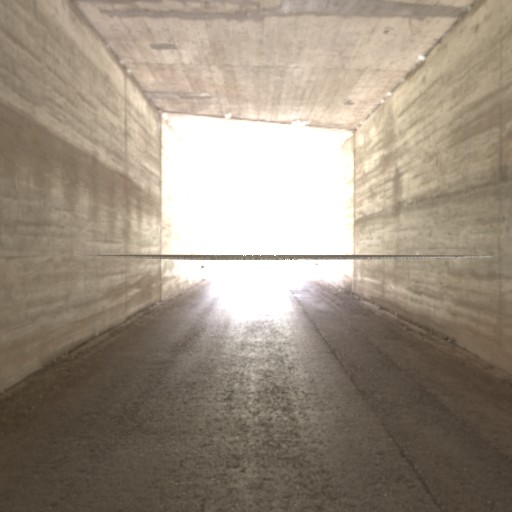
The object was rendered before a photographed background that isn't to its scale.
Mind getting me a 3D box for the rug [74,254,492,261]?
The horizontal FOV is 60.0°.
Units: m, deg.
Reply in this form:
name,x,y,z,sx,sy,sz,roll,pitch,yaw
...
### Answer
name,x,y,z,sx,sy,sz,roll,pitch,yaw
rug,0.000,0.000,4.057,2.457,0.015,3.049,0,1,-35
